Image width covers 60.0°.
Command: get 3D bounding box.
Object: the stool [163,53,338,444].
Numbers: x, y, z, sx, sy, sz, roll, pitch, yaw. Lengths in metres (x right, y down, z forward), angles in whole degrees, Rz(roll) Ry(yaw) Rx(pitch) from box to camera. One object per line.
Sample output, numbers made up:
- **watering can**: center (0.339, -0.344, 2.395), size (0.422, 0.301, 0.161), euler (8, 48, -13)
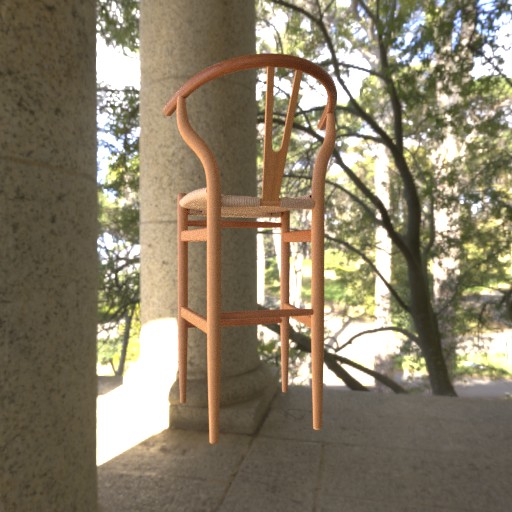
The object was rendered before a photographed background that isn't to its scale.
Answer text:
- **stool**: center (0.000, 0.000, 1.429), size (0.574, 1.068, 0.561), euler (0, 1, -18)
